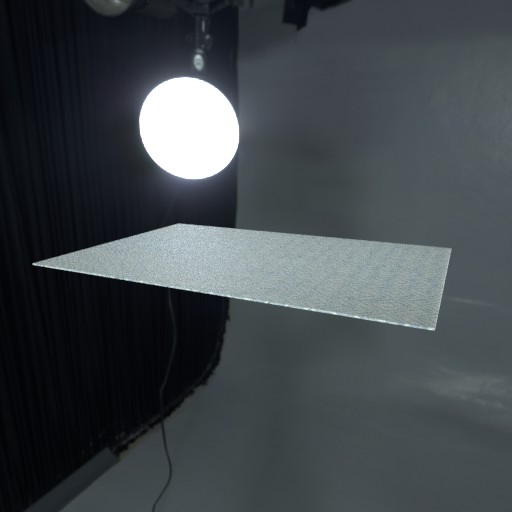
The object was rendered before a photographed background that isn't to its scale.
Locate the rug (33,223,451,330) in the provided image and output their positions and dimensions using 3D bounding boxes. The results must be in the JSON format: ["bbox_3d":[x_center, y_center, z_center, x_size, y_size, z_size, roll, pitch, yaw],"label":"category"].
[{"bbox_3d":[0.000,0.000,2.307,1.824,0.008,1.220,7,16,25],"label":"rug"}]
